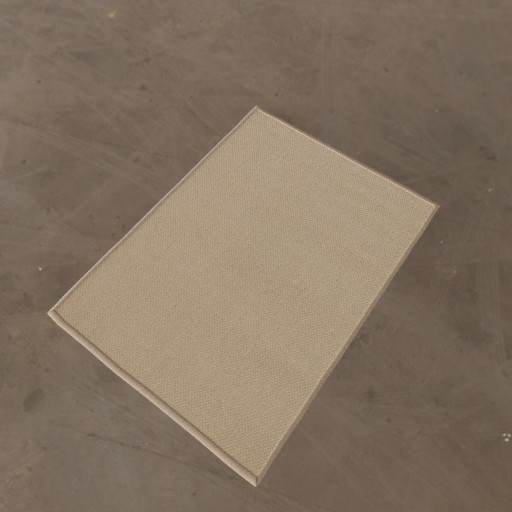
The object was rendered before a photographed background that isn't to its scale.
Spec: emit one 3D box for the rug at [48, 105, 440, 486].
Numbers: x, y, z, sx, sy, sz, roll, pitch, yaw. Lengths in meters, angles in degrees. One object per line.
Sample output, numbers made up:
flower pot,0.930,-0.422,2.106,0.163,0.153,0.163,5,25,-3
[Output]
rug,0.000,0.000,2.763,1.525,0.020,2.081,33,67,16
